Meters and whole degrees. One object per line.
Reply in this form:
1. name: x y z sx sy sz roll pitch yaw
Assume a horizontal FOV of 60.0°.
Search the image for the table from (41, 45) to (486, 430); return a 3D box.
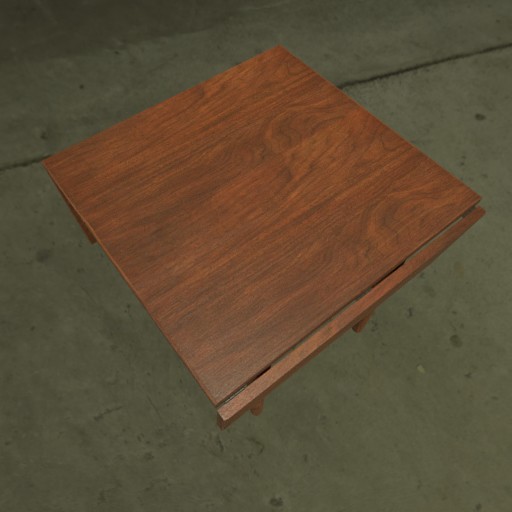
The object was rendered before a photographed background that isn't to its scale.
1. table: 0.000 0.000 1.452 0.812 0.763 0.843 -34 65 -19
